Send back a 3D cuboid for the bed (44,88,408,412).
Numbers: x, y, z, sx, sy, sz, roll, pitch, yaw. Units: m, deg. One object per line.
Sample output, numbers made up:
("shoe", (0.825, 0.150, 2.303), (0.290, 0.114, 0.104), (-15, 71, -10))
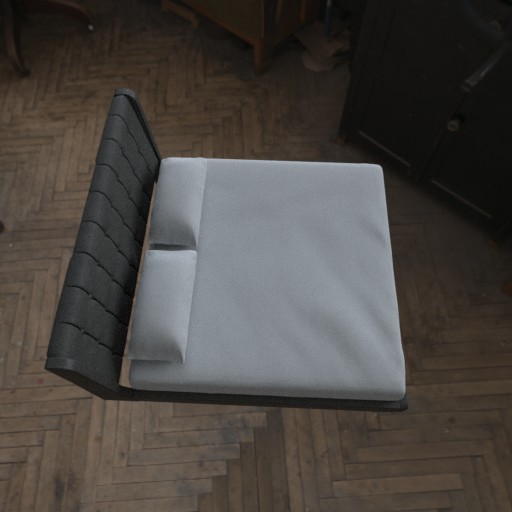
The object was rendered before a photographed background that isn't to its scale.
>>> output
("bed", (0.000, 0.000, 3.084), (2.031, 1.158, 1.903), (2, 63, 1))
